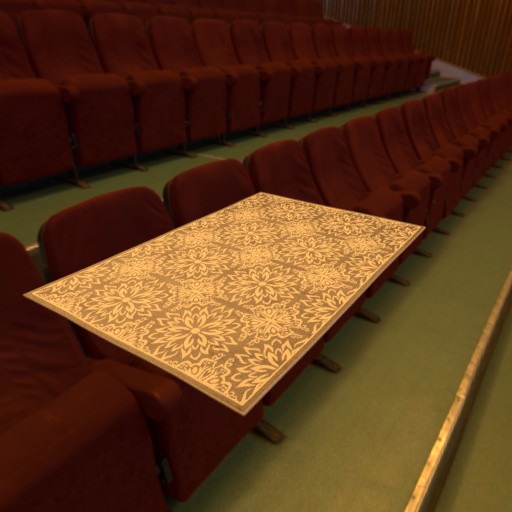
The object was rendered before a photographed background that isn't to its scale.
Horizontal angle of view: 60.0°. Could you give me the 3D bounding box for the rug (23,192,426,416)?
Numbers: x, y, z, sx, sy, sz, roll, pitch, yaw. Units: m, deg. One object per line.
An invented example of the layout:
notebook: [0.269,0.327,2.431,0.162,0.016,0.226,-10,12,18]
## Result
rug: [0.000,0.000,2.322,1.224,0.012,1.847,17,30,31]
